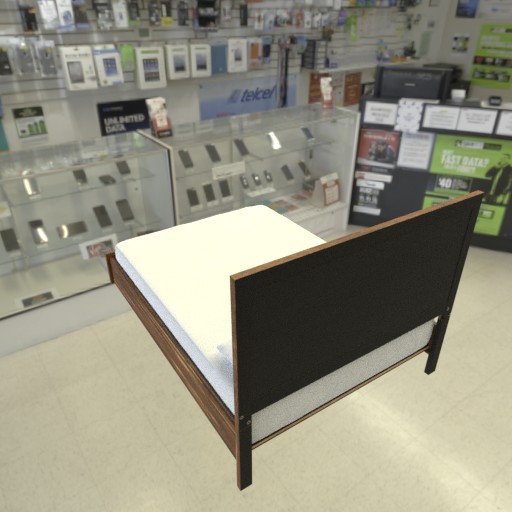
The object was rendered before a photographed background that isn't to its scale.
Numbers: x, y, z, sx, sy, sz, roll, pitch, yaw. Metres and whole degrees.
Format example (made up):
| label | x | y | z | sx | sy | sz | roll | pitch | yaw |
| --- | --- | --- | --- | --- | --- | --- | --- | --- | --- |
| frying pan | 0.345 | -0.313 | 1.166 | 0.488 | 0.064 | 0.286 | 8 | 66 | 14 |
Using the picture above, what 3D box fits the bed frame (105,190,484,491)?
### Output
| label | x | y | z | sx | sy | sz | roll | pitch | yaw |
| --- | --- | --- | --- | --- | --- | --- | --- | --- | --- |
| bed frame | 0.000 | 0.000 | 3.356 | 1.696 | 1.417 | 2.276 | -18 | 35 | -28 |
